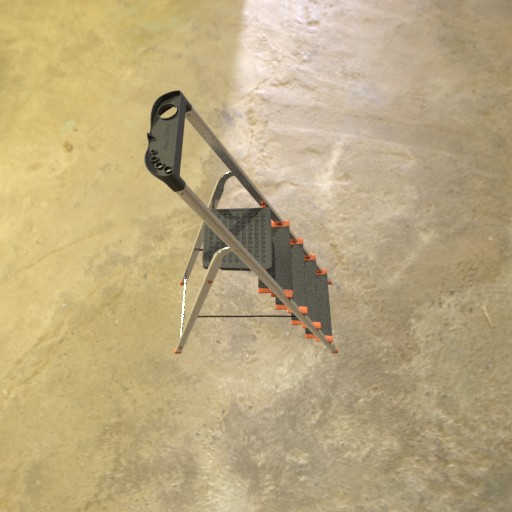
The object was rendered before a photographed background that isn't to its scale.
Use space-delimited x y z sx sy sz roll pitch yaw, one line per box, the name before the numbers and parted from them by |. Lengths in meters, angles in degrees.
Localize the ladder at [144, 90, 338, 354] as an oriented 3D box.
ladder | 0.000 0.000 2.062 0.995 1.646 0.480 0 63 0
